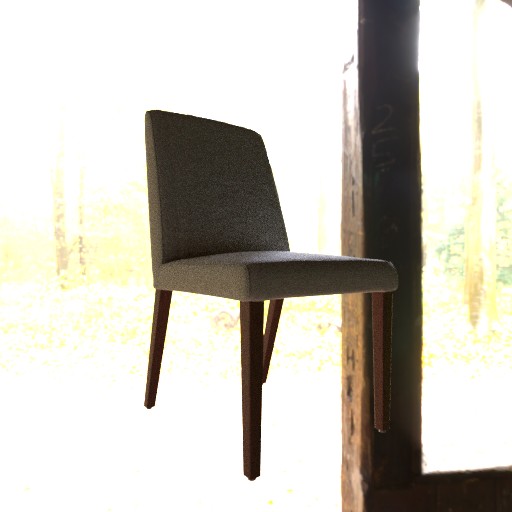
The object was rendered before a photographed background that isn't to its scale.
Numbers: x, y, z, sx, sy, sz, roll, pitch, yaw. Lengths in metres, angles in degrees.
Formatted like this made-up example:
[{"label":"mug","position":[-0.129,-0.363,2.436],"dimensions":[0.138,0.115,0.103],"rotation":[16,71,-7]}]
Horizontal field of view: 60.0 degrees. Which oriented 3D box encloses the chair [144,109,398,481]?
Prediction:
[{"label":"chair","position":[0.000,0.000,1.230],"dimensions":[0.480,0.900,0.594],"rotation":[0,0,-36]}]
